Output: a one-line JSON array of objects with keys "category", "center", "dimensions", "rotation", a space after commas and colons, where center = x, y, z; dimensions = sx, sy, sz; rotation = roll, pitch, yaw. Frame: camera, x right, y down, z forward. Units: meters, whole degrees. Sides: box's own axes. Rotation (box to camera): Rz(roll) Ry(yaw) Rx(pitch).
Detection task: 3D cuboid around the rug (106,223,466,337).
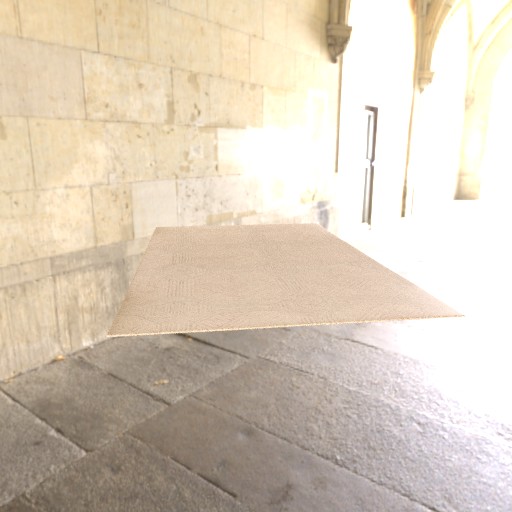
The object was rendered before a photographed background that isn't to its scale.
[{"category": "rug", "center": [0.000, 0.000, 3.009], "dimensions": [1.524, 0.008, 2.440], "rotation": [-2, 14, -8]}]
